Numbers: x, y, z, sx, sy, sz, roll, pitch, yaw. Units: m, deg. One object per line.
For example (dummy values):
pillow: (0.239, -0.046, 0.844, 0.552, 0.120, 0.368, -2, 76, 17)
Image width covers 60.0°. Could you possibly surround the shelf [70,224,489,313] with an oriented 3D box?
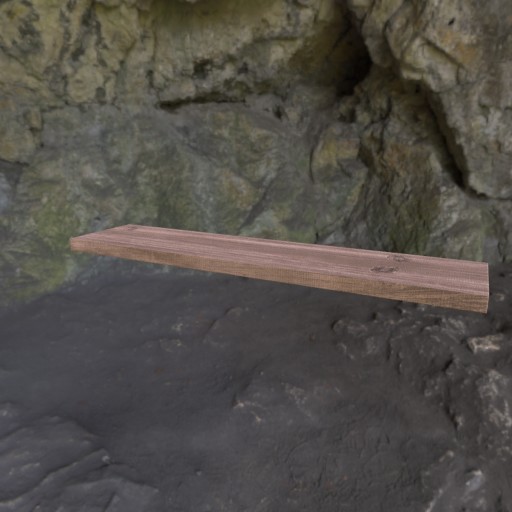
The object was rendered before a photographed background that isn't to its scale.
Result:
shelf: (0.000, 0.000, 0.654, 0.610, 0.020, 0.140, 7, 16, 25)
